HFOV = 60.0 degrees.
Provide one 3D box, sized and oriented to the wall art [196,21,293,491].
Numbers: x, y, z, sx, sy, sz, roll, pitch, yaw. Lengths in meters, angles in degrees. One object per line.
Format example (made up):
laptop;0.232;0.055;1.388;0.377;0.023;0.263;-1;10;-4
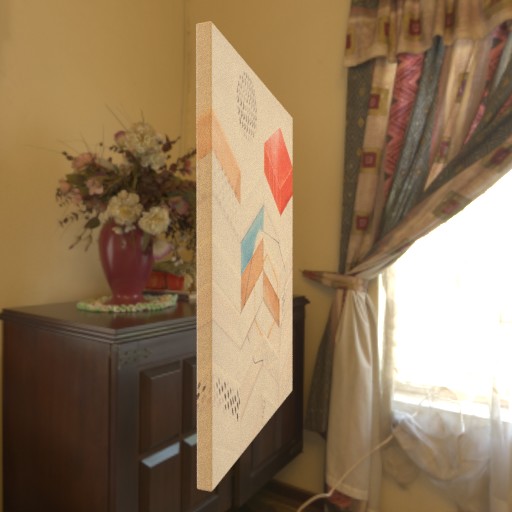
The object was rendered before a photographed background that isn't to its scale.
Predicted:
wall art;0.000;0.000;1.093;0.036;0.848;0.613;0;1;18
